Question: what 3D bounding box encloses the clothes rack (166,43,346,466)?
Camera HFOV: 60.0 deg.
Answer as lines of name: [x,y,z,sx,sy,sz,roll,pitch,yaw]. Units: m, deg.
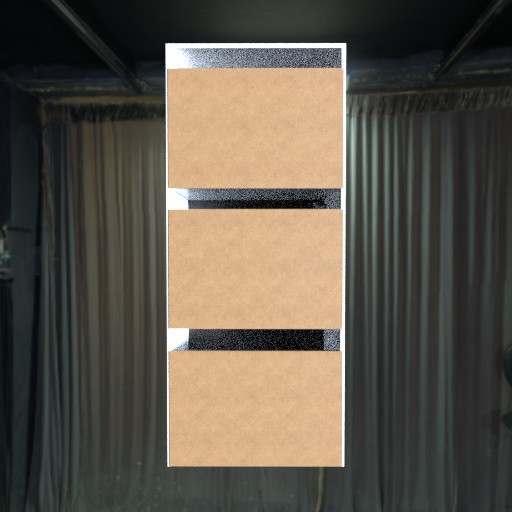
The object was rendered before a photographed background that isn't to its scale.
clothes rack: [0.000,0.000,1.407,0.500,1.187,0.330,0,1,0]
